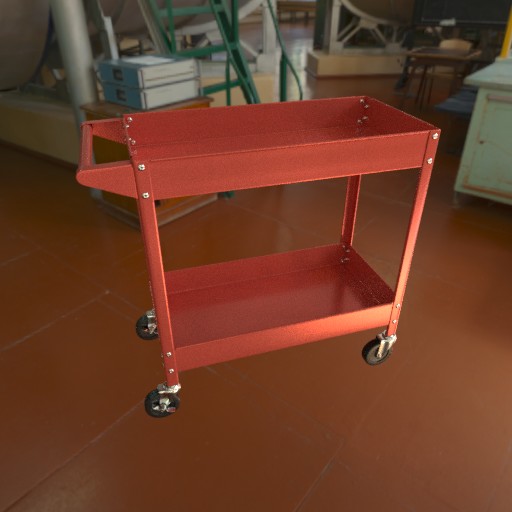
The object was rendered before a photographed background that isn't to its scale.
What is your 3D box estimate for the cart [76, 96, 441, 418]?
[{"bbox_3d":[0.000,0.000,1.208,0.779,0.719,0.366,-9,34,-14],"label":"cart"}]
